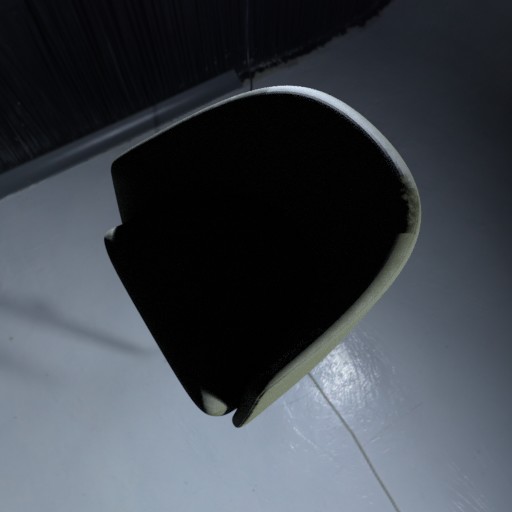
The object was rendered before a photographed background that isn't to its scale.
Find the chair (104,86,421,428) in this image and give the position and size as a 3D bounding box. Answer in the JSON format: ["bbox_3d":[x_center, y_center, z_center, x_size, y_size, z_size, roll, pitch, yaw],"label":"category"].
[{"bbox_3d":[0.000,0.000,1.360,0.767,0.698,0.773,-31,67,-15],"label":"chair"}]
